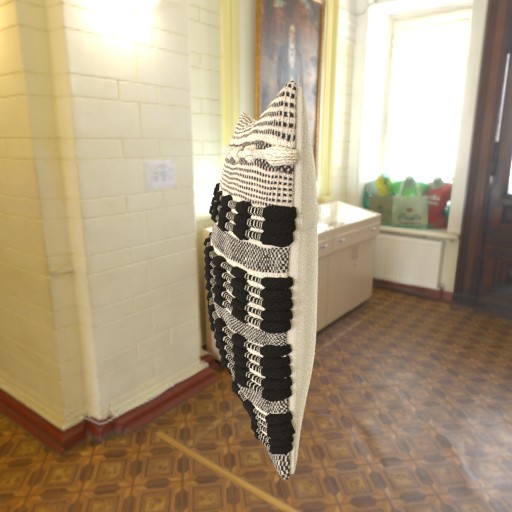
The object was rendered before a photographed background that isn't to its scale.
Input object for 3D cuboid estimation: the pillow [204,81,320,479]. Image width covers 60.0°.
[{"bbox_3d":[0.000,0.000,0.665,0.156,0.438,0.436,-2,14,-8],"label":"pillow"}]
